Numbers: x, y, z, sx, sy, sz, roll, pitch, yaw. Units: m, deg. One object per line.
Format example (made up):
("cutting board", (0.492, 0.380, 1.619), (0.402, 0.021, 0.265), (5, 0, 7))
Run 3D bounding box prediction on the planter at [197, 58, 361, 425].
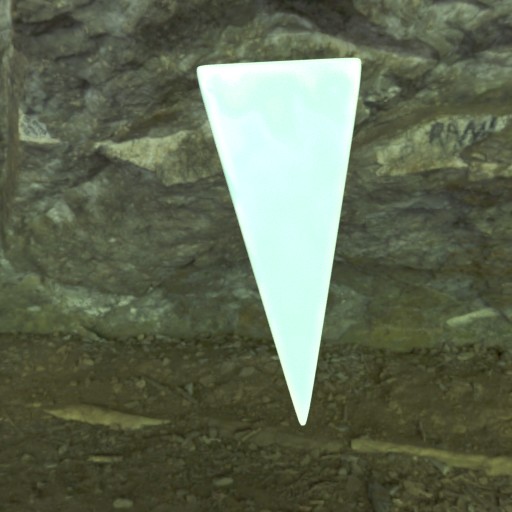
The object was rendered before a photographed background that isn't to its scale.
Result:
("planter", (0.000, 0.000, 0.215), (0.064, 0.178, 0.080), (0, 0, -36))
